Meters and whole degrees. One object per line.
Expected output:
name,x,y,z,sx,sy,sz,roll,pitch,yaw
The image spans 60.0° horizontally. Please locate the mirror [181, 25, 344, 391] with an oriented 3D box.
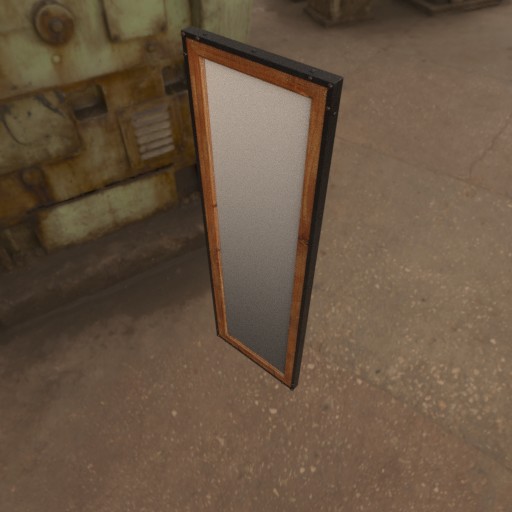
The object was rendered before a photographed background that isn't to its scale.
mirror,0.000,0.000,1.184,0.354,1.080,0.042,31,54,26
